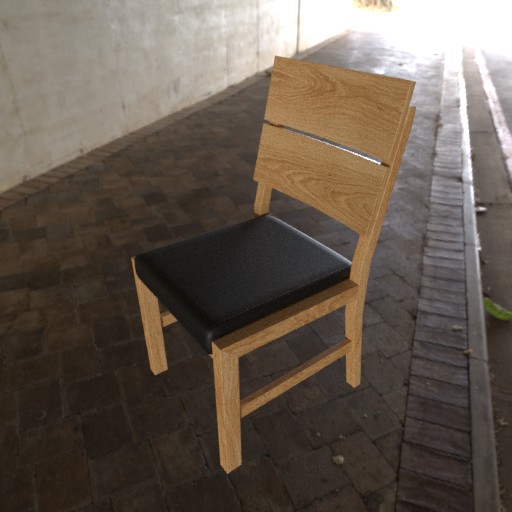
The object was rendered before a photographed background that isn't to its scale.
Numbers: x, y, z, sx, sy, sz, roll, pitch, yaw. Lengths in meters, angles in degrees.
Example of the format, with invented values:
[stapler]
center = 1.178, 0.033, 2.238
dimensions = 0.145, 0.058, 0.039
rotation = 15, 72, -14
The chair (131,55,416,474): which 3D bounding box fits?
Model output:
[chair]
center = 0.000, 0.000, 1.251
dimensions = 0.569, 0.950, 0.475
rotation = -22, 38, -31
